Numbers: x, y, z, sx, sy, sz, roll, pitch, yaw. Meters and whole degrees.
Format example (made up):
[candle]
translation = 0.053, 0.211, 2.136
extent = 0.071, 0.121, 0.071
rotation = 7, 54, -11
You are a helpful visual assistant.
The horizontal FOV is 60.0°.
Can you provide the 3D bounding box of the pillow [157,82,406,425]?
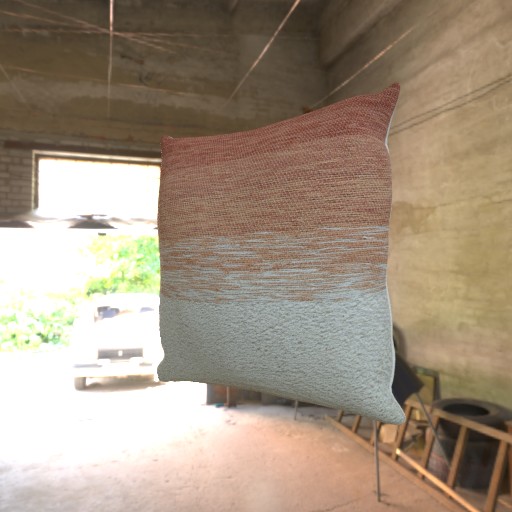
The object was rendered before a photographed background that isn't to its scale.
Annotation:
[pillow]
translation = 0.000, 0.000, 0.672
extent = 0.440, 0.441, 0.182
rotation = -1, -2, 35
